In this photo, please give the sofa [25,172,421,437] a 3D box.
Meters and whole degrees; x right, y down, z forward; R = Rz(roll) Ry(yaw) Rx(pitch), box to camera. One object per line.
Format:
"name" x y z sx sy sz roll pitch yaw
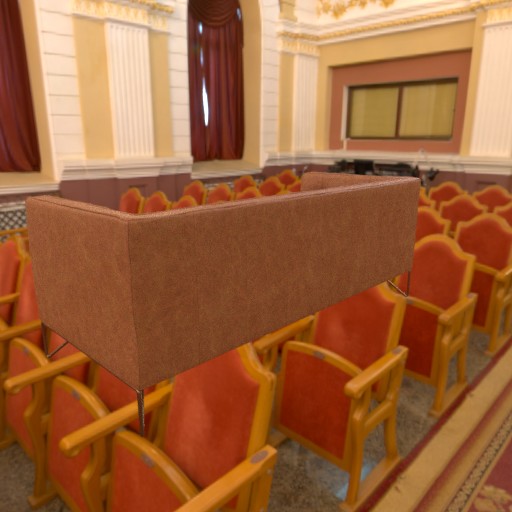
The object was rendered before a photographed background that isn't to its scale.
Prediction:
"sofa" 0.000 0.000 2.470 0.912 0.798 2.079 14 20 43
